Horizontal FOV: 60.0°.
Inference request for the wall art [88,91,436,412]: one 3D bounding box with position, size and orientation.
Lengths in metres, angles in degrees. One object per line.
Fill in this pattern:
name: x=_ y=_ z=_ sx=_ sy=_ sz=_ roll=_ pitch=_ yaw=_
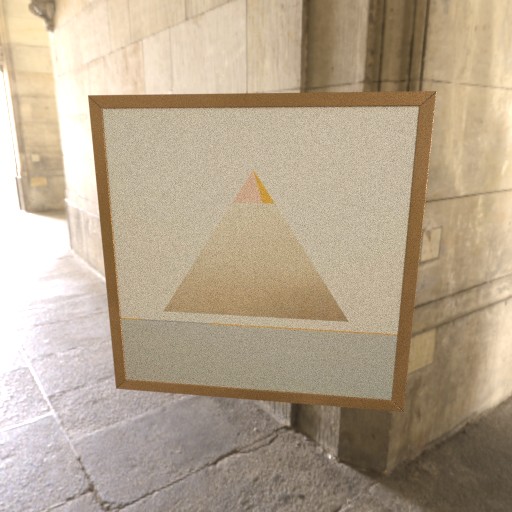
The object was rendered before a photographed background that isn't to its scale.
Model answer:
wall art: x=0.000 y=0.000 z=0.443 sx=0.305 sy=0.303 sz=0.038 roll=2 pitch=16 yaw=8
